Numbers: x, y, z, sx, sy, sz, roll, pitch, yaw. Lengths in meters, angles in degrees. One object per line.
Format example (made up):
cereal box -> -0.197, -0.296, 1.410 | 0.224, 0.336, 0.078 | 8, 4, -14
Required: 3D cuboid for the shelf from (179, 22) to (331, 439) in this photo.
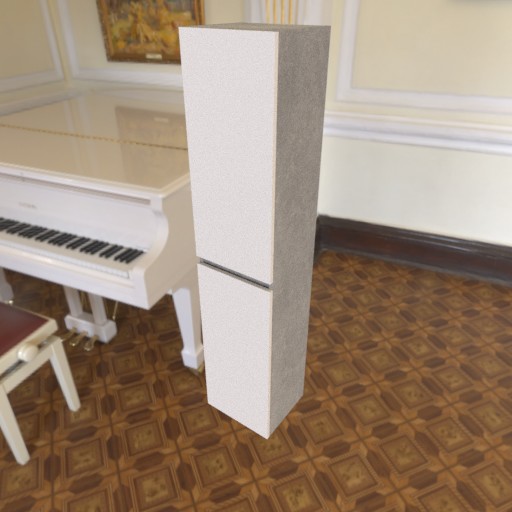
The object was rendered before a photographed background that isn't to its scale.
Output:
shelf -> 0.000, 0.000, 1.519 | 0.300, 1.400, 0.270 | 20, 36, 30
